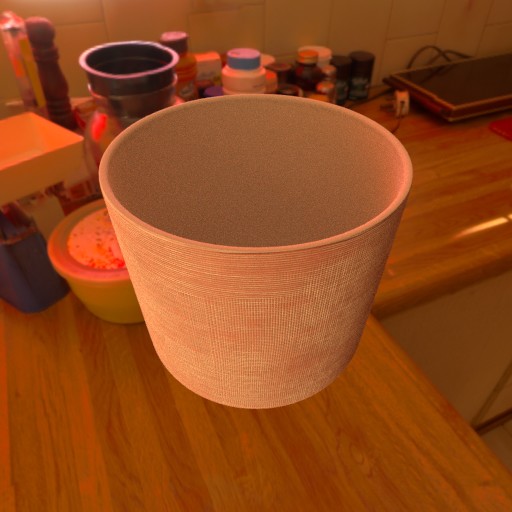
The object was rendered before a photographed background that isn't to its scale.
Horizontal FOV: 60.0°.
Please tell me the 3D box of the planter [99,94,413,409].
[{"bbox_3d":[0.000,0.000,0.771,0.440,0.398,0.440,0,41,0],"label":"planter"}]
